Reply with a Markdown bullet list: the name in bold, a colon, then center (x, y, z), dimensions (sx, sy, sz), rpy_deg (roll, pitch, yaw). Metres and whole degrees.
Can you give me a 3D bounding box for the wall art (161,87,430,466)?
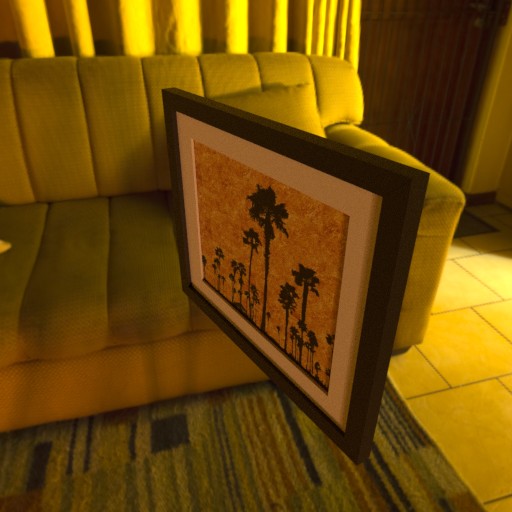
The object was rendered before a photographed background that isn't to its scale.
- **wall art**: center (0.000, 0.000, 0.753), dimensions (0.028, 0.460, 0.561), rpy_deg (-21, 37, -30)
